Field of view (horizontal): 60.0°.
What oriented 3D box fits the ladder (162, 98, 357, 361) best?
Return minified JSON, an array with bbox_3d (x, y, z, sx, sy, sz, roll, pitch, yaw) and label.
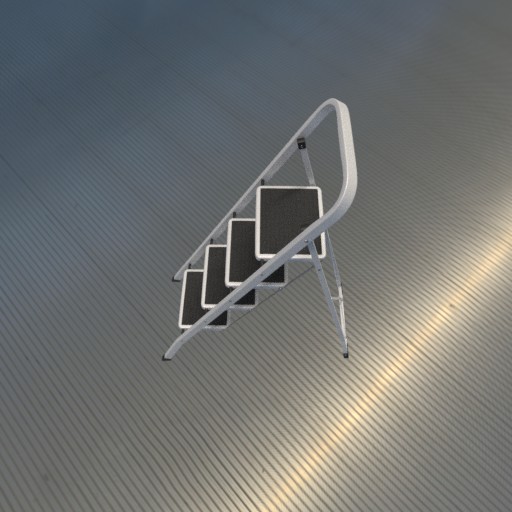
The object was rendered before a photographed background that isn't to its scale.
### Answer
[{"bbox_3d":[0.000,0.000,1.737,0.914,1.265,0.460,1,59,0],"label":"ladder"}]
